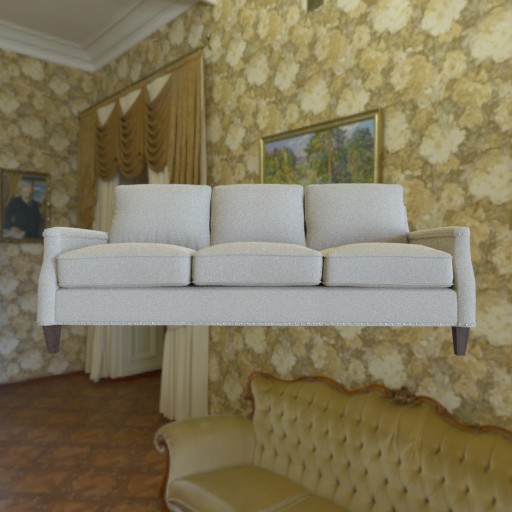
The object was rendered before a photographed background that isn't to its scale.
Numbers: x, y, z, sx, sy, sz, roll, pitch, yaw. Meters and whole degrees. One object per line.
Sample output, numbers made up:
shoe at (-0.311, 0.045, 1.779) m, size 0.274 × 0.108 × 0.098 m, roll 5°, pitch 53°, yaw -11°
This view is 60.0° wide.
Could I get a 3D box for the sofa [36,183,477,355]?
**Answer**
sofa at (0.000, 0.000, 2.761) m, size 2.246 × 1.003 × 1.084 m, roll 0°, pitch 0°, yaw 1°
